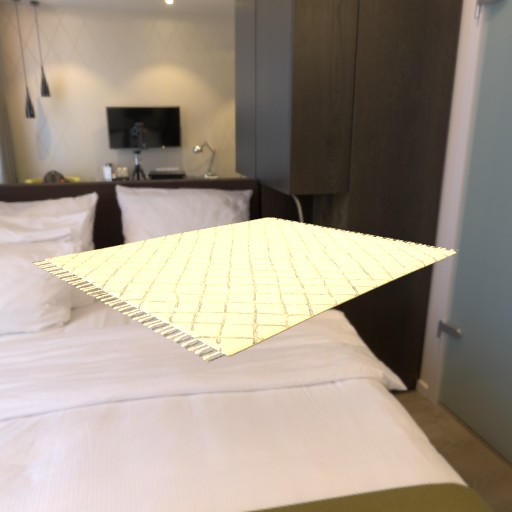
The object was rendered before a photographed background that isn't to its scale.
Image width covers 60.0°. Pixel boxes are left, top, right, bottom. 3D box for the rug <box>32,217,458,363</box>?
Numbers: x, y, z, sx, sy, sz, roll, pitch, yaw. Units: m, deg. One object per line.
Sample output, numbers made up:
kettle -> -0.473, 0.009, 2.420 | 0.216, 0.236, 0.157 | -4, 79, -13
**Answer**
rug -> 0.000, 0.000, 4.716 | 3.585, 0.036, 2.892 | -15, 21, -43
